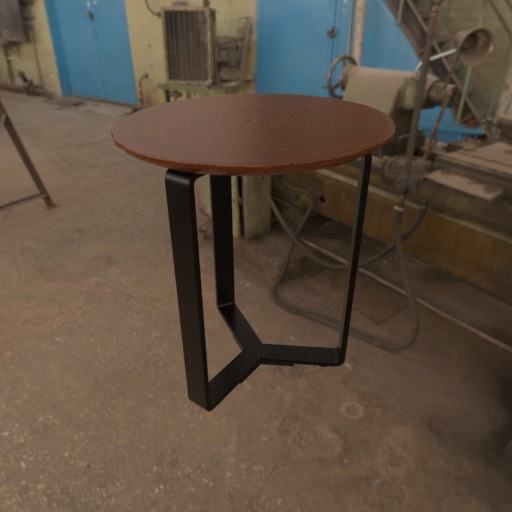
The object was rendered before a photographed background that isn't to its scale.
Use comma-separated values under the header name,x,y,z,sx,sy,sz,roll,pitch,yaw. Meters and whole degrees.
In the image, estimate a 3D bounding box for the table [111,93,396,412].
name,x,y,z,sx,sy,sz,roll,pitch,yaw
table,0.000,0.000,0.745,0.380,0.450,0.410,20,36,30
